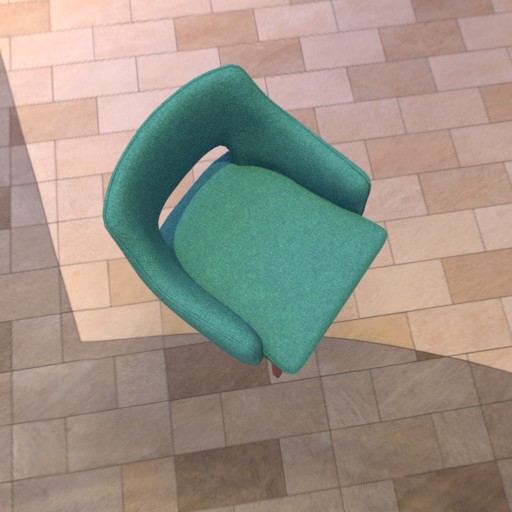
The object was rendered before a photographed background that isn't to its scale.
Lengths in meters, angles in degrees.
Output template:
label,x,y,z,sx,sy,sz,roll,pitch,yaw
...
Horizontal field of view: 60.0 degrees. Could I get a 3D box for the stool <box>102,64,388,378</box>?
label,x,y,z,sx,sy,sz,roll,pitch,yaw
stool,0.000,0.000,1.299,0.556,0.961,0.548,34,78,9
